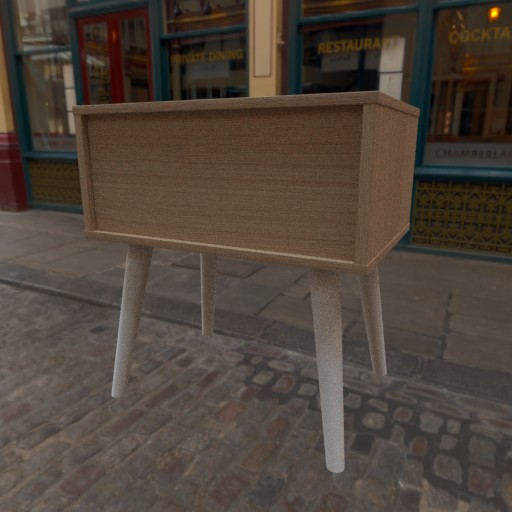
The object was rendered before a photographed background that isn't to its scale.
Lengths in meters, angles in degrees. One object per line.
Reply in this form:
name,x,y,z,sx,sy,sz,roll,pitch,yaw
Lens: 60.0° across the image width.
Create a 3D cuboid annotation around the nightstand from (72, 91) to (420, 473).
nightstand,0.000,0.000,0.960,0.571,0.610,0.407,7,16,26
